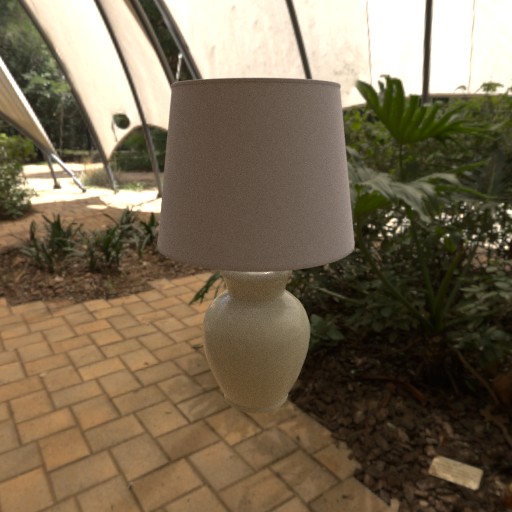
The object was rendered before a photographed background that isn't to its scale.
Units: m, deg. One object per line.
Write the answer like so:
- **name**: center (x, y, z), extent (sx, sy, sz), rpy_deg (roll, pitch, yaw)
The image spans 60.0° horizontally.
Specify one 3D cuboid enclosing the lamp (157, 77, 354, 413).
- **lamp**: center (0.000, 0.000, 0.556), extent (0.239, 0.399, 0.239), rpy_deg (0, 17, 0)
